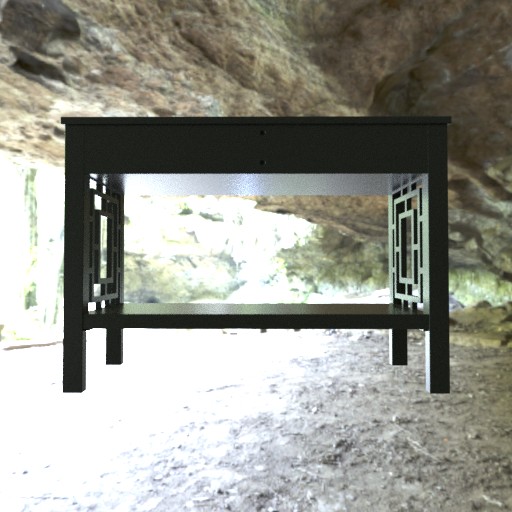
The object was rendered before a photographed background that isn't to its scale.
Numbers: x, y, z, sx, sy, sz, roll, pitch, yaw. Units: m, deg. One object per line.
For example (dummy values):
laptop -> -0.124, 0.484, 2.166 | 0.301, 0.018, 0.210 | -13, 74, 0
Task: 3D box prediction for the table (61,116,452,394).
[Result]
table -> 0.000, 0.000, 1.399 | 1.068, 0.753, 0.397 | 0, -1, 0
